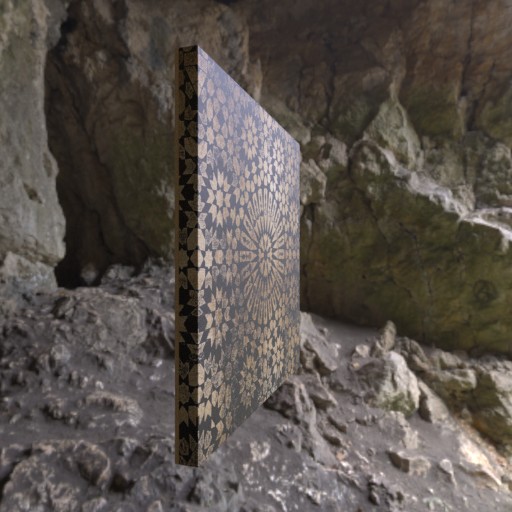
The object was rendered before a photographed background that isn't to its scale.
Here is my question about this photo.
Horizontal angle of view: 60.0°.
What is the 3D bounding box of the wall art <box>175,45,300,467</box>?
[{"bbox_3d":[0.000,0.000,0.933,0.038,0.612,0.612,0,0,19],"label":"wall art"}]
